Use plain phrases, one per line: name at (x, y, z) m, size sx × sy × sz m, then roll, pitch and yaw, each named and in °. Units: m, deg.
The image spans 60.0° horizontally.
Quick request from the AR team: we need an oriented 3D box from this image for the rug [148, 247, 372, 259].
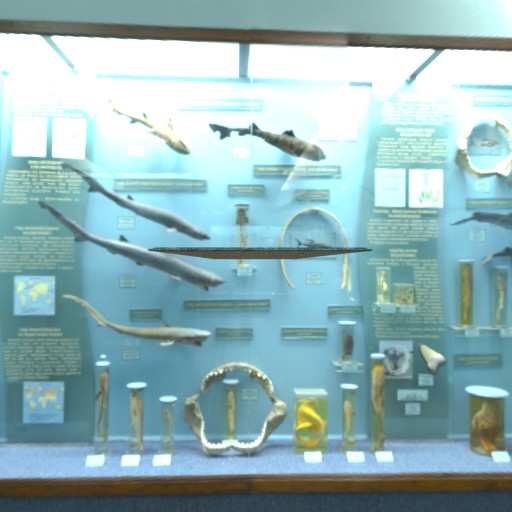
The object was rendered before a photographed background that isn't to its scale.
rug at (0.000, 0.000, 2.492) m, size 0.685 × 0.014 × 2.292 m, roll 0°, pitch -1°, yaw -1°
